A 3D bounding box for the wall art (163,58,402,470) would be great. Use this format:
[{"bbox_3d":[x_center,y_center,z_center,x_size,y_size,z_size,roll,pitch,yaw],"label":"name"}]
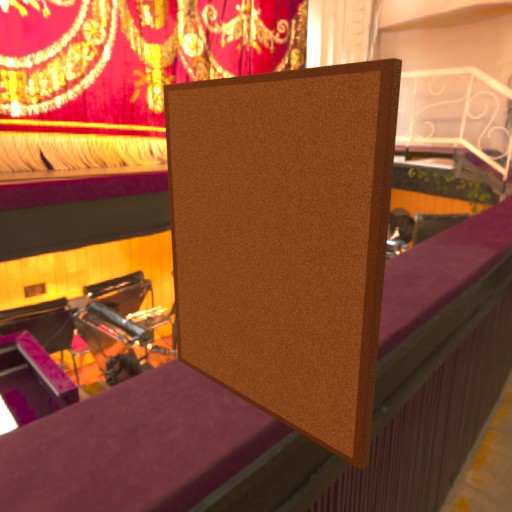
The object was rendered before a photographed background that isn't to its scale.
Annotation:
[{"bbox_3d":[0.000,0.000,0.498,0.310,0.379,0.015,15,22,43],"label":"wall art"}]
